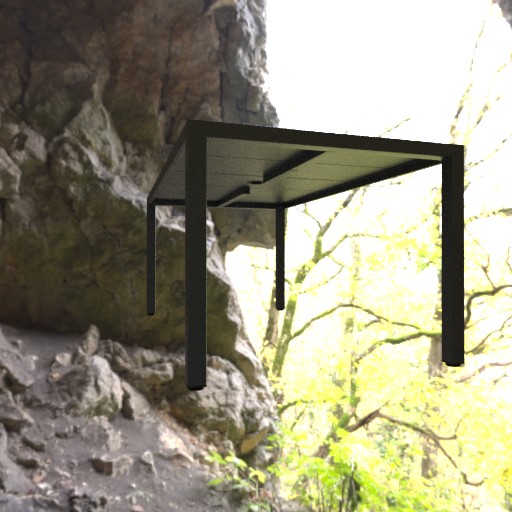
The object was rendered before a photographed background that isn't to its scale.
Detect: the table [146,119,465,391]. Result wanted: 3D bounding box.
[{"bbox_3d":[0.000,0.000,2.124,0.914,0.735,1.680,0,0,-18],"label":"table"}]
